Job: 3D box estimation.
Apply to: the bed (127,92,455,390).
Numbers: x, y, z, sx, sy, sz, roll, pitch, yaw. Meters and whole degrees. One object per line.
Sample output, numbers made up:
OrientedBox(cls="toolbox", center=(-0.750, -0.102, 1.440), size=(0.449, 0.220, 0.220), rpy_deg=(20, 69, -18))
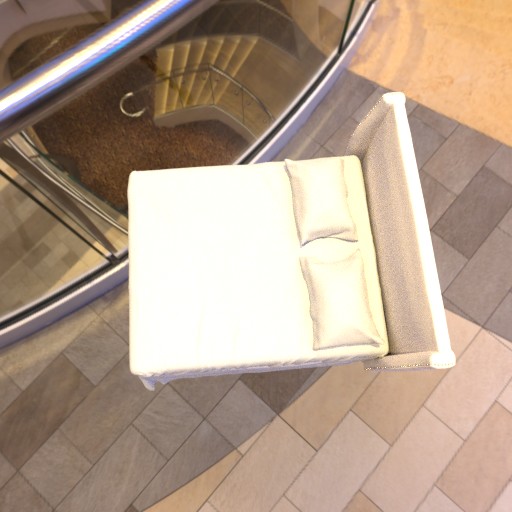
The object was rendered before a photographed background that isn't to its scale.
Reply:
OrientedBox(cls="bed", center=(0.000, 0.000, 3.493), size=(2.276, 1.332, 1.925), rpy_deg=(-4, 75, -1))
